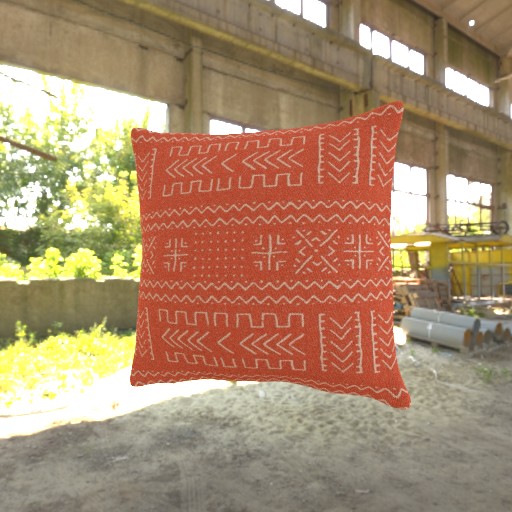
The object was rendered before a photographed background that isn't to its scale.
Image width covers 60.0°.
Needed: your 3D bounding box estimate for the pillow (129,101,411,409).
[{"bbox_3d":[0.000,0.000,0.668,0.438,0.429,0.164,0,-1,18],"label":"pillow"}]
